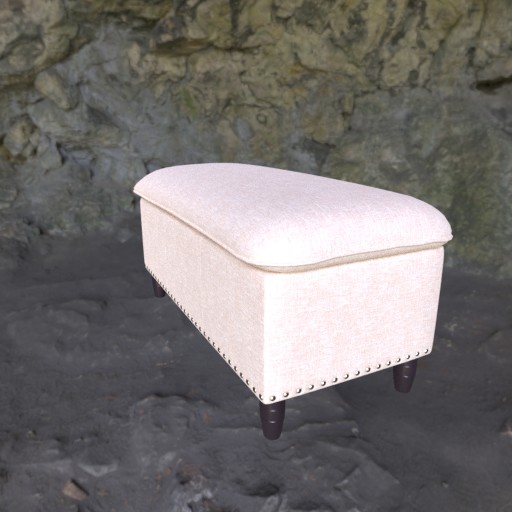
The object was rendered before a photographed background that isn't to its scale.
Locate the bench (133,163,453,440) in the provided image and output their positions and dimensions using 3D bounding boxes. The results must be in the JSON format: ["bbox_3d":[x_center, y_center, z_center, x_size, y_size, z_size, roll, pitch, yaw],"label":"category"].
[{"bbox_3d":[0.000,0.000,1.269,0.483,0.483,0.991,-8,19,-26],"label":"bench"}]
